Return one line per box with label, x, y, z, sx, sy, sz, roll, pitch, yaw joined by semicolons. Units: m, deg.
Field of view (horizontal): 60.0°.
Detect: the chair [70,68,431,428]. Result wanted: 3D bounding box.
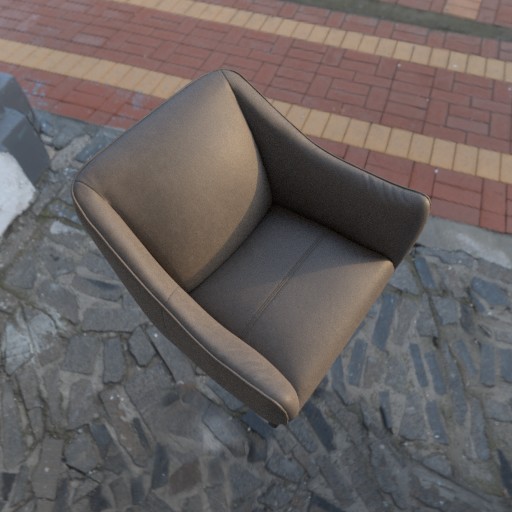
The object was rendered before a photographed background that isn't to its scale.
chair;0.000;0.000;1.566;0.852;0.830;0.871;33;63;19
